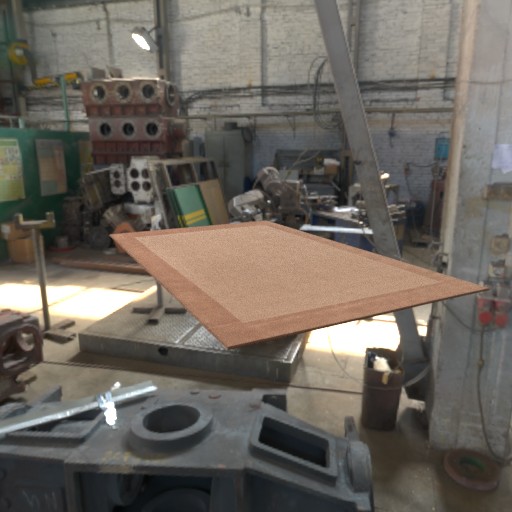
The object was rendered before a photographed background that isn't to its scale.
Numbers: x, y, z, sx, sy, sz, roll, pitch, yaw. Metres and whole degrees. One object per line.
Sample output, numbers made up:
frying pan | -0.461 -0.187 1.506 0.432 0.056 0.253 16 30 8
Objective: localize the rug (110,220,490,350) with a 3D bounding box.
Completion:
rug | 0.000 0.000 3.056 1.524 0.014 2.438 -7 16 -27
